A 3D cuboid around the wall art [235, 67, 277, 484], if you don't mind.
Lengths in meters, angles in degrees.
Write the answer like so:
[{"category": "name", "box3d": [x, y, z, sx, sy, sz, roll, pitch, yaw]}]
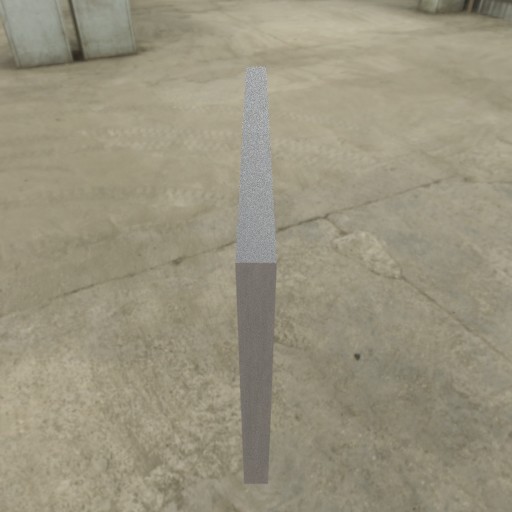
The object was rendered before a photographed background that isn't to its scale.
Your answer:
[{"category": "wall art", "box3d": [0.000, 0.000, 0.754, 0.037, 0.450, 0.557, 0, 40, 0]}]
